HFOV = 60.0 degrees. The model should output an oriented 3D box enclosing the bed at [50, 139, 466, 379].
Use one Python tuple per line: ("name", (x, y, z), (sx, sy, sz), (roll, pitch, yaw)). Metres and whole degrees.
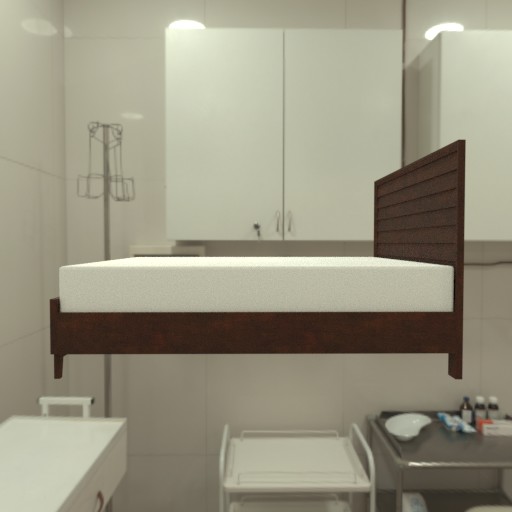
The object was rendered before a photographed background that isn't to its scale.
("bed", (0.000, 0.000, 3.133), (2.184, 1.270, 1.600), (0, 2, -1))
